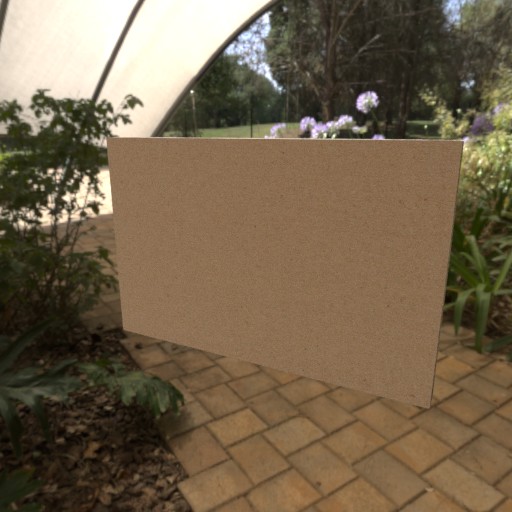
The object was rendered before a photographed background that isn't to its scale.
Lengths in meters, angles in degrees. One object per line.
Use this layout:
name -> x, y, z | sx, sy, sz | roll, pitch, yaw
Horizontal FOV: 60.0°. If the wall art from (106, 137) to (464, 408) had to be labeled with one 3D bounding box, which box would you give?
wall art -> 0.000, 0.000, 0.777 | 0.618, 0.398, 0.042 | 8, 18, 26
